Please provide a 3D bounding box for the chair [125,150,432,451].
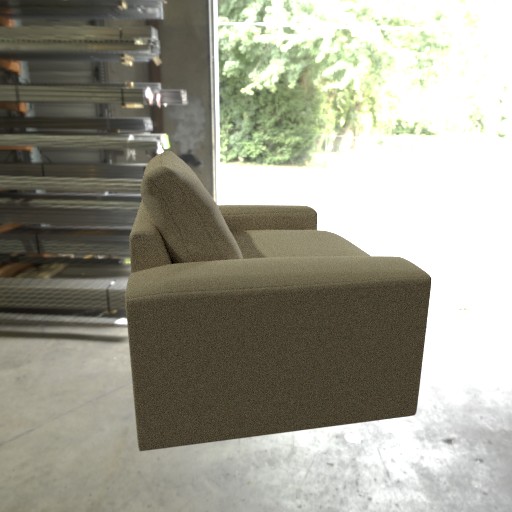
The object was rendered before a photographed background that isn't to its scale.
[{"bbox_3d":[0.000,0.000,2.045,1.039,0.915,1.398,-3,16,-11],"label":"chair"}]
